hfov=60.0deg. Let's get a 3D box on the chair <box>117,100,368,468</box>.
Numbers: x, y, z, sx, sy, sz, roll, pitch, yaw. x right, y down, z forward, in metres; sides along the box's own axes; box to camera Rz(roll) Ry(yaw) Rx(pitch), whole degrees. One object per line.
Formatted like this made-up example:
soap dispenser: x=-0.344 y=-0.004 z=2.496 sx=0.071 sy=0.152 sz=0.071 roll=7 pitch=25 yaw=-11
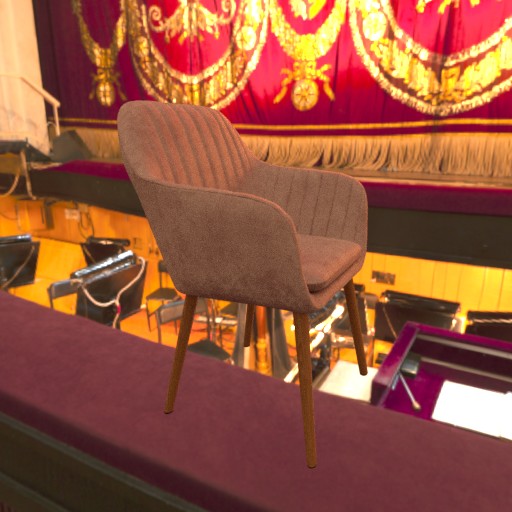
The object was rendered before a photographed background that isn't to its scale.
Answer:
chair: x=0.000 y=0.000 z=1.248 sx=0.570 sy=0.832 sz=0.610 roll=8 pitch=18 yaw=27
